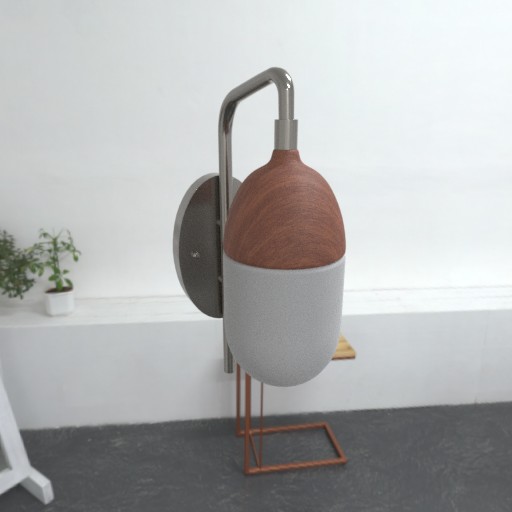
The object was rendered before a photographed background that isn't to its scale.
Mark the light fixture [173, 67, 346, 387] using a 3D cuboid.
[{"bbox_3d":[0.000,0.000,0.442,0.108,0.343,0.216,-9,20,-26],"label":"light fixture"}]
